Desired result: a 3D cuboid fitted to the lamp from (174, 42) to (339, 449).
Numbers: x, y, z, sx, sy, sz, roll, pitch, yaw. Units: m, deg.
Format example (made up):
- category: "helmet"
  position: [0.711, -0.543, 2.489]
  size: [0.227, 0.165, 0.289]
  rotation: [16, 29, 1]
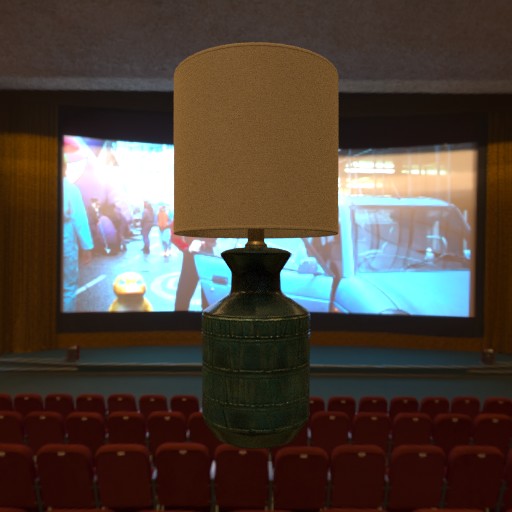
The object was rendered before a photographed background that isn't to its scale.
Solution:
- category: "lamp"
  position: [0.000, 0.000, 0.577]
  size: [0.211, 0.455, 0.211]
  rotation: [0, -1, -1]
